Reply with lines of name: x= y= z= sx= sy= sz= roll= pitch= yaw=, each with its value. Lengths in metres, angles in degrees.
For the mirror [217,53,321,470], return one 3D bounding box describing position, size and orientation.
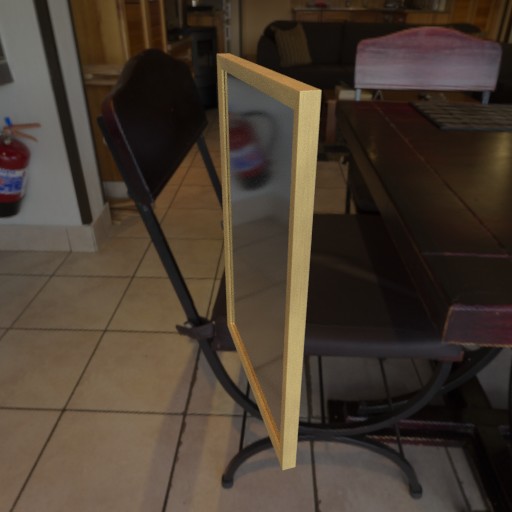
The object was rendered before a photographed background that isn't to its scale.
mirror: x=0.000 y=0.000 z=1.159 sx=0.040 sy=0.915 sz=0.609 roll=-8 pitch=31 yaw=-14
